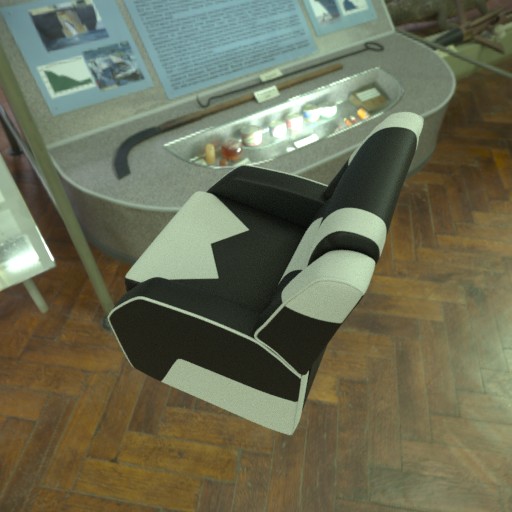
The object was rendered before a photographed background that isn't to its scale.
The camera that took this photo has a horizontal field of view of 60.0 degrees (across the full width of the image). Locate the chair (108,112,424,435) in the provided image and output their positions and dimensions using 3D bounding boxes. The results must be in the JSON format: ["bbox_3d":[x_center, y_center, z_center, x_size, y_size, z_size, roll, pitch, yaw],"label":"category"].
[{"bbox_3d":[0.000,0.000,1.279,0.672,0.805,0.620,18,50,16],"label":"chair"}]
